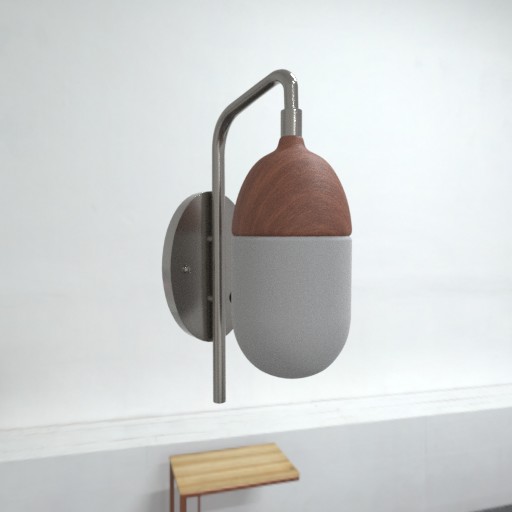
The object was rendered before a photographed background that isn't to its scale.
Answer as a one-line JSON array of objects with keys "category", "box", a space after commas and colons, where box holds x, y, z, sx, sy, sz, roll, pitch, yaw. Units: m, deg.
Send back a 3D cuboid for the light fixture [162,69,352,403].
[{"category": "light fixture", "box": [0.000, 0.000, 0.443, 0.108, 0.343, 0.216, -2, 4, -35]}]
